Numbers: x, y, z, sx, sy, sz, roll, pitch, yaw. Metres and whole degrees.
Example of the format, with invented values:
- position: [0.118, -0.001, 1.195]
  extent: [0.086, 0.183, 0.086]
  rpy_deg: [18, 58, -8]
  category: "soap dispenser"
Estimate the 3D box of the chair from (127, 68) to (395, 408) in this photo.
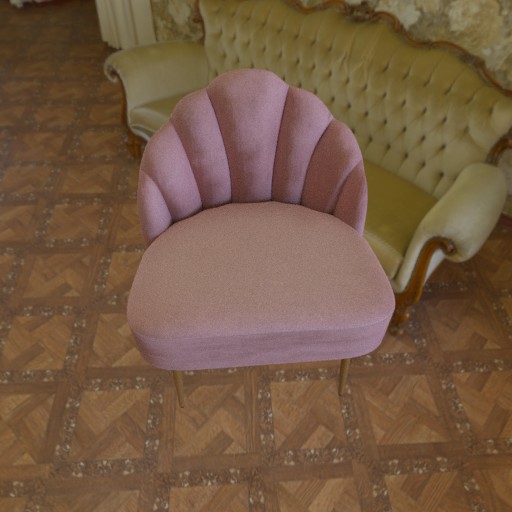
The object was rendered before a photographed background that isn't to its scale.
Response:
- position: [0.000, 0.000, 1.256]
  extent: [0.657, 0.819, 0.599]
  rpy_deg: [-3, 46, -3]
  category: "chair"
